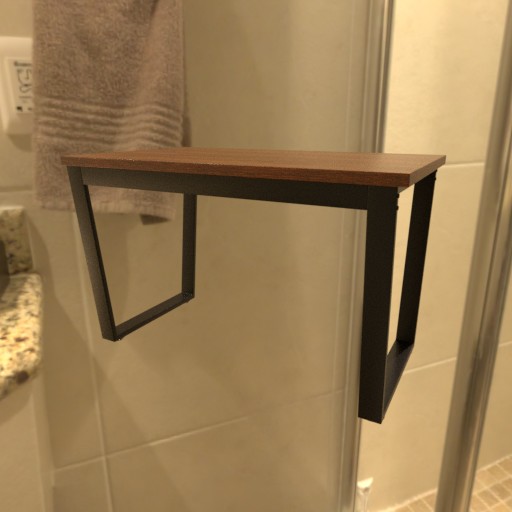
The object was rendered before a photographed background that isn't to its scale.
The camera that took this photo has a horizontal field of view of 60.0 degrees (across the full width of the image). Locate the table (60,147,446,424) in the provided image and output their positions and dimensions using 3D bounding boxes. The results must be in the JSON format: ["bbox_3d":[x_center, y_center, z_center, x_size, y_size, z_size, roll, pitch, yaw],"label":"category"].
[{"bbox_3d":[0.000,0.000,1.715,1.205,0.760,0.714,9,19,27],"label":"table"}]
